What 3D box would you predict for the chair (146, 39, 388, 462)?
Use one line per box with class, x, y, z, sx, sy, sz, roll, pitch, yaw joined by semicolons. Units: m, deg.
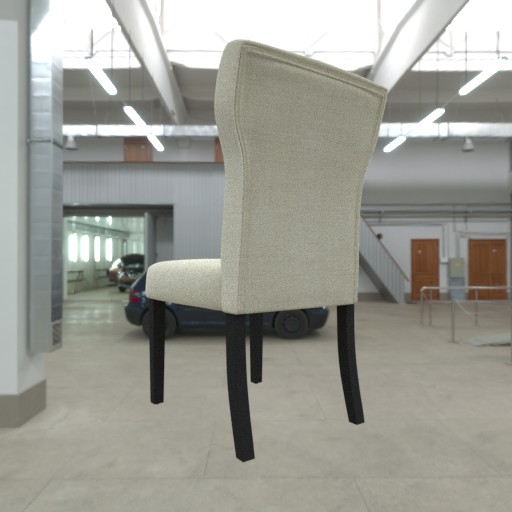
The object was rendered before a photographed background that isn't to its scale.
chair;0.000;0.000;1.285;0.509;0.921;0.597;0;0;-36
